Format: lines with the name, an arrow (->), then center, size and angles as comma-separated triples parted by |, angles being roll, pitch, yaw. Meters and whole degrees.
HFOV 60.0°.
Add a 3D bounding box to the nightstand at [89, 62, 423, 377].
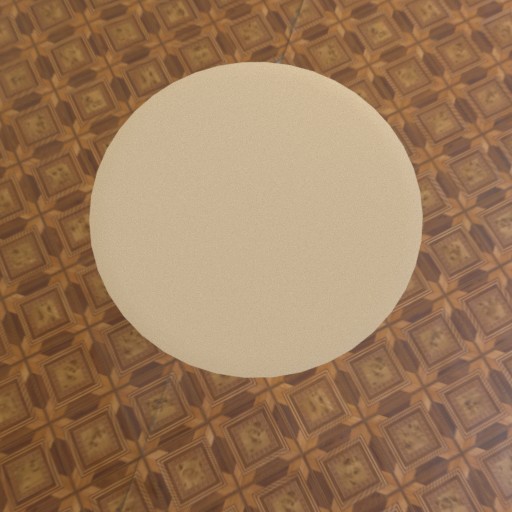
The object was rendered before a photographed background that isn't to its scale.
nightstand -> 0.000, 0.000, 1.000 | 0.513, 0.653, 0.513 | 30, 78, 7
